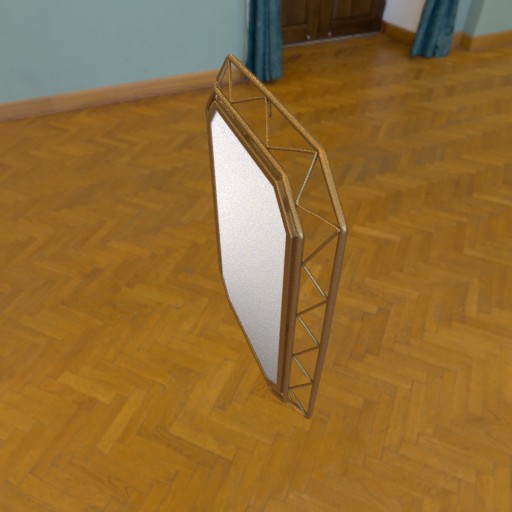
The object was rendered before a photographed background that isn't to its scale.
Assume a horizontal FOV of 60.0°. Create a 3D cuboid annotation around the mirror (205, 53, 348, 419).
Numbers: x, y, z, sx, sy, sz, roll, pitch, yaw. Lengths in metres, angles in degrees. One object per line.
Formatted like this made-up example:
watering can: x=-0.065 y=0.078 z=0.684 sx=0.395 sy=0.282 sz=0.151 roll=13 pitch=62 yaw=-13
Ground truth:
mirror: x=0.000 y=0.000 z=0.743 sx=0.042 sy=0.566 sz=0.417 roll=-16 pitch=47 yaw=-16
